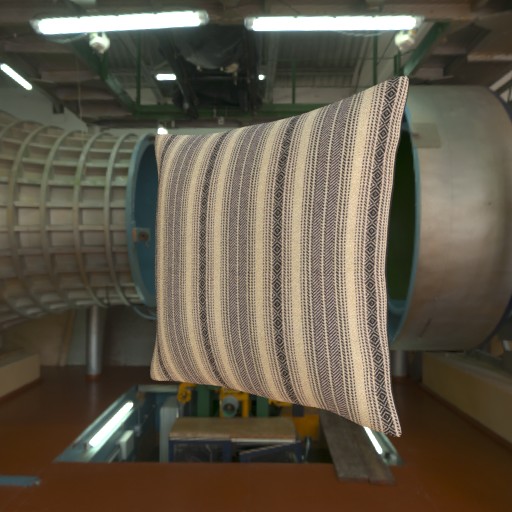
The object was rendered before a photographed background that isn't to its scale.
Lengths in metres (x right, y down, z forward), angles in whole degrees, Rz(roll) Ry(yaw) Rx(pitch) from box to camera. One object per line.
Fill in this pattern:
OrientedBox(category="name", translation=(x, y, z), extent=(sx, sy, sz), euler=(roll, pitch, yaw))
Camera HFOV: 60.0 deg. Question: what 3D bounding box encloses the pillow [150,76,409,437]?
OrientedBox(category="pillow", translation=(0.000, 0.000, 0.770), extent=(0.520, 0.508, 0.166), euler=(0, -1, 35))
